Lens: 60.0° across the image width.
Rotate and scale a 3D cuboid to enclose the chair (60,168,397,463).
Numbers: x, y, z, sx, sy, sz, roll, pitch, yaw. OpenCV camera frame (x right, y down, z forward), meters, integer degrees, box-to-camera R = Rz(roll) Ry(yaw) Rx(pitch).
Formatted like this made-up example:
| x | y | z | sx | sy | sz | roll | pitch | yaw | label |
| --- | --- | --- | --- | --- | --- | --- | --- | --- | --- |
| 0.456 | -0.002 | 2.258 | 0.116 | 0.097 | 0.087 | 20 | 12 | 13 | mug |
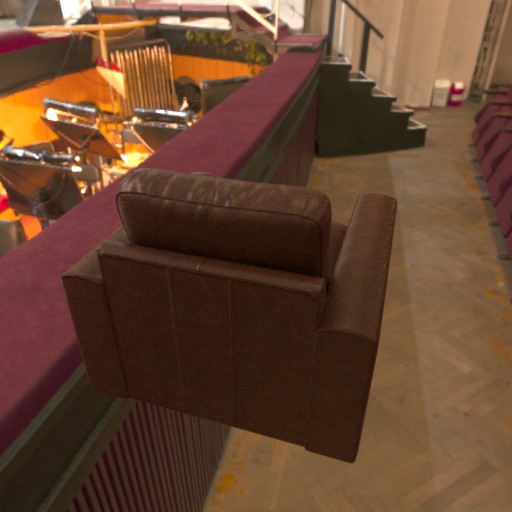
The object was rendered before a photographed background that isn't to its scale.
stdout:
| x | y | z | sx | sy | sz | roll | pitch | yaw | label |
| --- | --- | --- | --- | --- | --- | --- | --- | --- | --- |
| 0.000 | 0.000 | 1.755 | 1.005 | 0.873 | 1.016 | 10 | 33 | 15 | chair |
